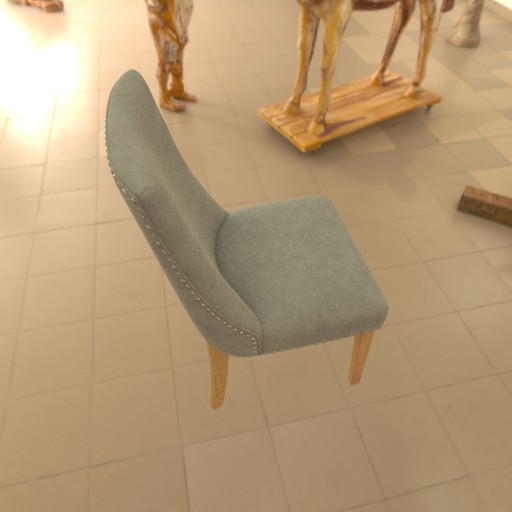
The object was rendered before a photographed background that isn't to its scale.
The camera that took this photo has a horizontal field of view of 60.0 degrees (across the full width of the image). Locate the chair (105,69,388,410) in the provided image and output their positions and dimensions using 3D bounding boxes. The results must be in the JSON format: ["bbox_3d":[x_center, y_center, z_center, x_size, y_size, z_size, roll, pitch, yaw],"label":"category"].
[{"bbox_3d":[0.000,0.000,1.225,0.610,0.902,0.495,-10,47,-9],"label":"chair"}]
